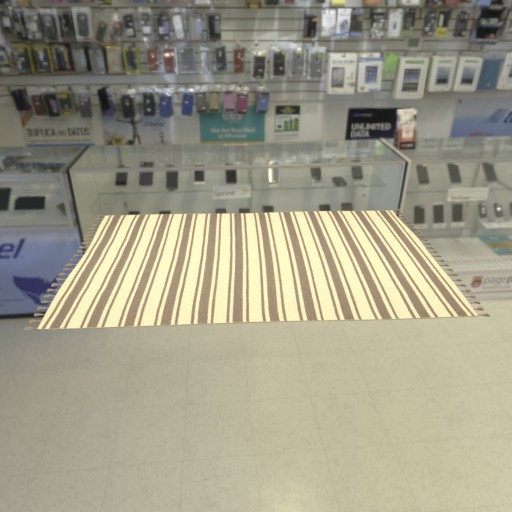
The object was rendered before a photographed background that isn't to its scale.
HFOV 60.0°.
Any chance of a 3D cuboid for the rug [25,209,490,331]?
[{"bbox_3d":[0.000,0.000,2.498,2.096,0.011,1.229,-1,29,-2],"label":"rug"}]
